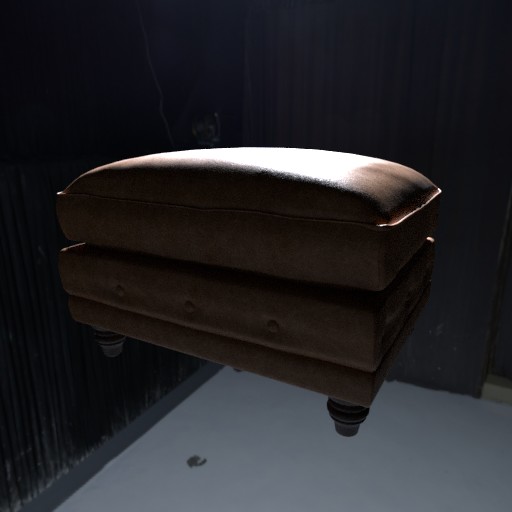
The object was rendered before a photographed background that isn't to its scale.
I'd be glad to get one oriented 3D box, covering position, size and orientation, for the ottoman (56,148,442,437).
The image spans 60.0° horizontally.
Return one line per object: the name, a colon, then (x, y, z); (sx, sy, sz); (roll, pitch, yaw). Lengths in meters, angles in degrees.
ottoman: (0.000, 0.000, 1.018); (0.710, 0.480, 0.533); (9, 18, 29)
